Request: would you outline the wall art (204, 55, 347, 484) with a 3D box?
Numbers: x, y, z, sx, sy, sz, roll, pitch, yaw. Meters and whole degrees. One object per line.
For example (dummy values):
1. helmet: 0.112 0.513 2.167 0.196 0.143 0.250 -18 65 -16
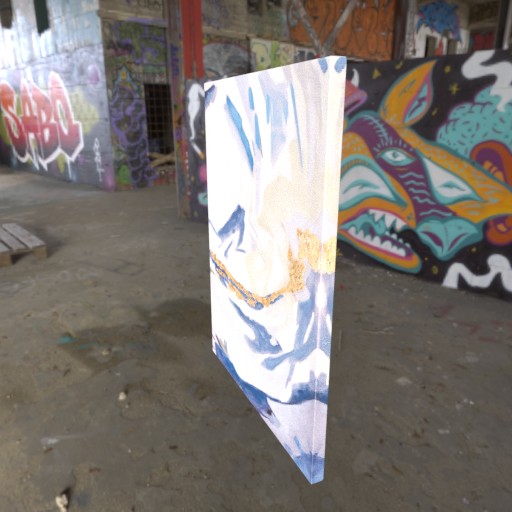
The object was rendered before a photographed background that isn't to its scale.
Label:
1. wall art: 0.000 0.000 1.326 0.038 1.015 0.761 -8 19 -24
